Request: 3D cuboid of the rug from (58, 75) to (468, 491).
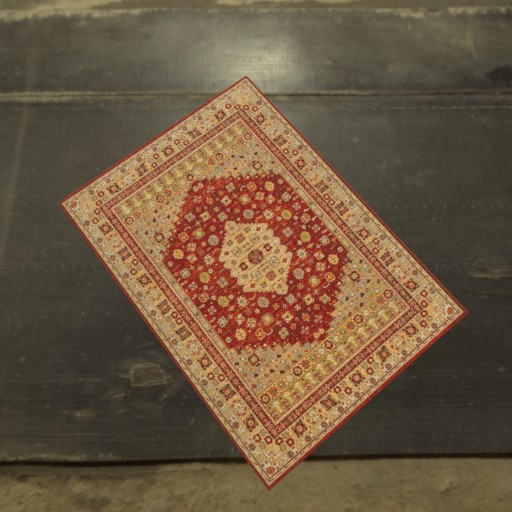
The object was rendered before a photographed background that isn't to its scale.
[{"bbox_3d":[0.000,0.000,2.841,1.593,0.013,2.211,-38,77,-10],"label":"rug"}]
